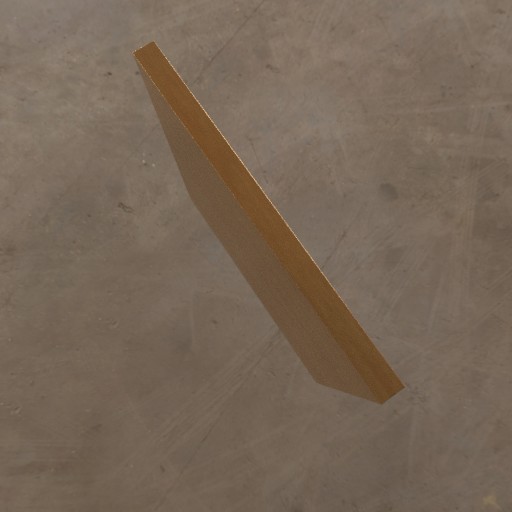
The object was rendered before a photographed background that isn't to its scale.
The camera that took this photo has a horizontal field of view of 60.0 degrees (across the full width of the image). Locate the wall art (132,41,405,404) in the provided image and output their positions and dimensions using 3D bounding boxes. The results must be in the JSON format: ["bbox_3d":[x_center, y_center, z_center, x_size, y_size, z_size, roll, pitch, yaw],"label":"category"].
[{"bbox_3d":[0.000,0.000,0.449,0.019,0.302,0.302,-33,79,-8],"label":"wall art"}]
